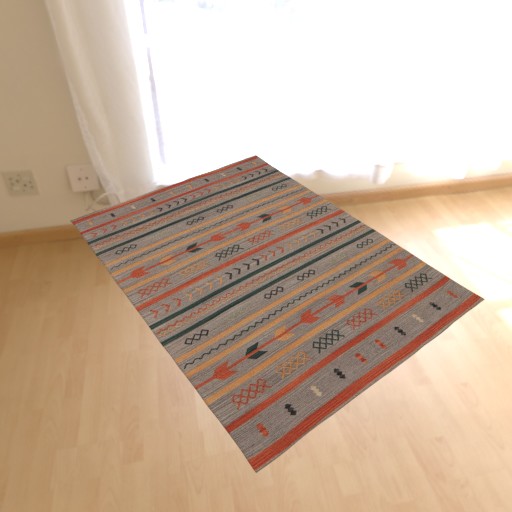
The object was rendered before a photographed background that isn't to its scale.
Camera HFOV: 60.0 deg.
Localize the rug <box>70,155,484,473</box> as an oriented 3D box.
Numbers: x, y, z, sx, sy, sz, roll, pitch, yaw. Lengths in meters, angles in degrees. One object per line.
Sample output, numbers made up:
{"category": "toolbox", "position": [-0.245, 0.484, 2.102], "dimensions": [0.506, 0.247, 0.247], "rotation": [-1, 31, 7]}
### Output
{"category": "rug", "position": [0.000, 0.000, 3.912], "dimensions": [2.263, 0.022, 3.029], "rotation": [-26, 46, -27]}
